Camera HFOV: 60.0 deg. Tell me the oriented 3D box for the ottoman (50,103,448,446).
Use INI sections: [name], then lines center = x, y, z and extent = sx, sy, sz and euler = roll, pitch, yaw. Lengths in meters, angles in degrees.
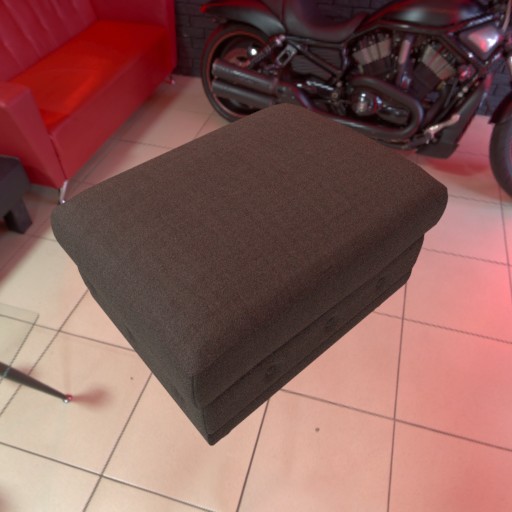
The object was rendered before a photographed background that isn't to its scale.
[ottoman]
center = 0.000, 0.000, 1.203
extent = 0.809, 0.555, 0.599
euler = -32, 55, -27
